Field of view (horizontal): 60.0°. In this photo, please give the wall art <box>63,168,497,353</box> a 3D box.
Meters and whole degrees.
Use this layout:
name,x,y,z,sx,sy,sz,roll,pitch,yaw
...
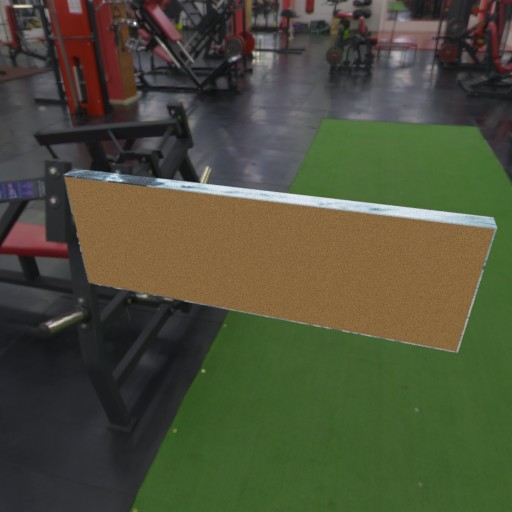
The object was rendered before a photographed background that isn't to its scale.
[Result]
name,x,y,z,sx,sy,sz,roll,pitch,yaw
wall art,0.000,0.000,0.831,0.759,0.251,0.037,9,32,14
